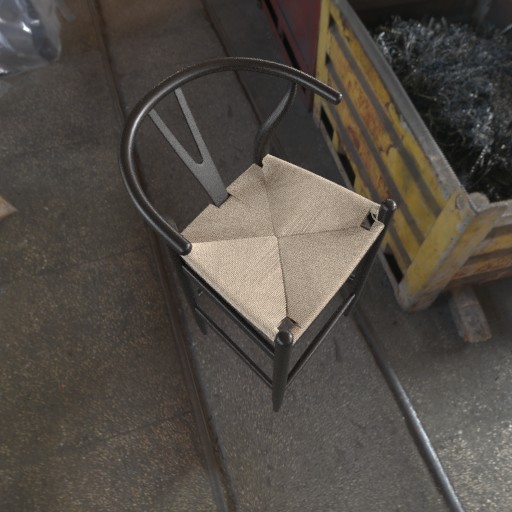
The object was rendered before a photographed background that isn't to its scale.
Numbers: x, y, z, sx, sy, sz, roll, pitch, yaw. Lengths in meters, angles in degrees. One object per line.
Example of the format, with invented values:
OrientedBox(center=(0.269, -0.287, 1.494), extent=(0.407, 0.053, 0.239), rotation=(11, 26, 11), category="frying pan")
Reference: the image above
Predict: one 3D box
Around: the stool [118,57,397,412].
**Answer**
OrientedBox(center=(0.000, 0.000, 1.342), extent=(0.579, 0.970, 0.569), rotation=(34, 65, 18), category="stool")
